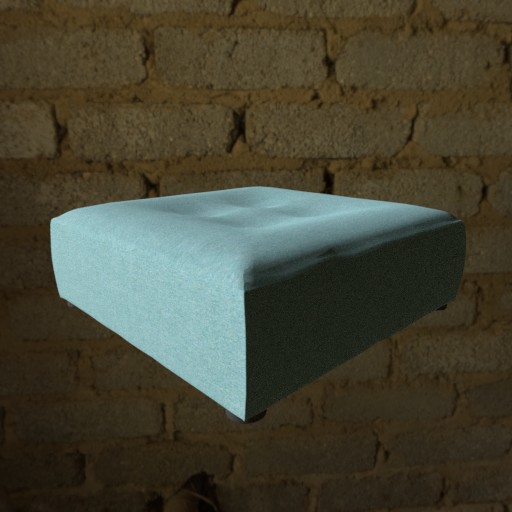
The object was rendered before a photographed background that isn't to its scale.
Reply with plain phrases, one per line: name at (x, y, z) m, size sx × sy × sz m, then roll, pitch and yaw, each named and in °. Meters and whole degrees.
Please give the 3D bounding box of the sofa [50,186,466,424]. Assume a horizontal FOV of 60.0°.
sofa at (0.000, 0.000, 1.407) m, size 0.930 × 0.330 × 0.930 m, roll -14°, pitch 21°, yaw -41°
